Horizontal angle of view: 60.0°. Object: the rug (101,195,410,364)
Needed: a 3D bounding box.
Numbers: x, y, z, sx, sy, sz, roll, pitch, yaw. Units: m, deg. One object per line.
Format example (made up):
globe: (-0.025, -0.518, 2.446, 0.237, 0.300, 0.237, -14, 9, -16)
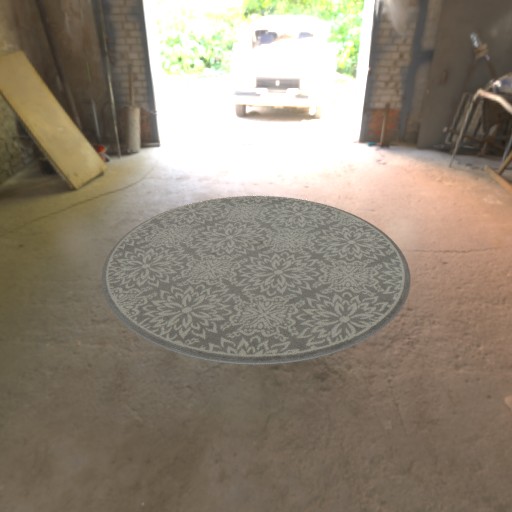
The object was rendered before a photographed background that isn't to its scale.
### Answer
rug: (0.000, 0.000, 2.382, 1.593, 0.012, 1.593, 0, 31, 0)
